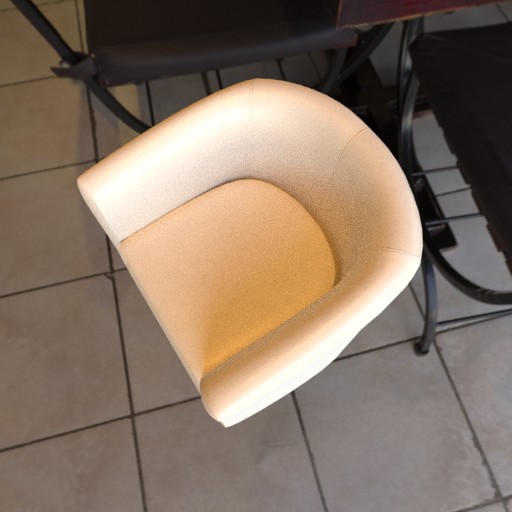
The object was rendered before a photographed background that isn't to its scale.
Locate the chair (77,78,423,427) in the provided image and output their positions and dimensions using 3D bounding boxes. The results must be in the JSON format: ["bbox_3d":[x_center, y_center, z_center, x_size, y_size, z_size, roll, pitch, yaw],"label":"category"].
[{"bbox_3d":[0.000,0.000,1.400,0.727,0.756,0.792,-31,68,-14],"label":"chair"}]
